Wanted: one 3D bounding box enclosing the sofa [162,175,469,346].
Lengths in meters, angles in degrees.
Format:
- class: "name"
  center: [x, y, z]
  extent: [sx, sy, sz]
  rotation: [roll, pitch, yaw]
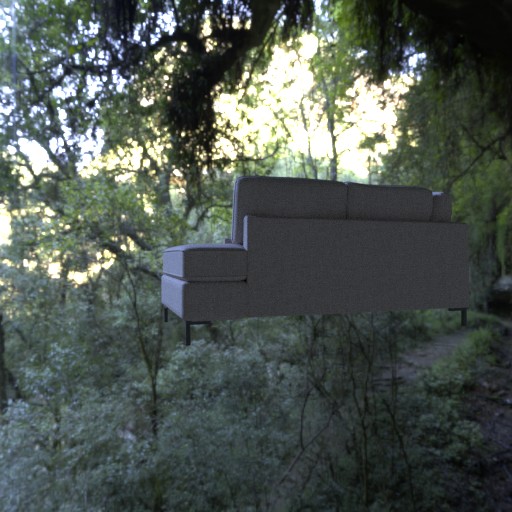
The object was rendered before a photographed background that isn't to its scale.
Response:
- class: "sofa"
  center: [0.000, 0.000, 4.364]
  extent: [2.021, 0.996, 3.423]
  rotation: [0, 0, -19]
